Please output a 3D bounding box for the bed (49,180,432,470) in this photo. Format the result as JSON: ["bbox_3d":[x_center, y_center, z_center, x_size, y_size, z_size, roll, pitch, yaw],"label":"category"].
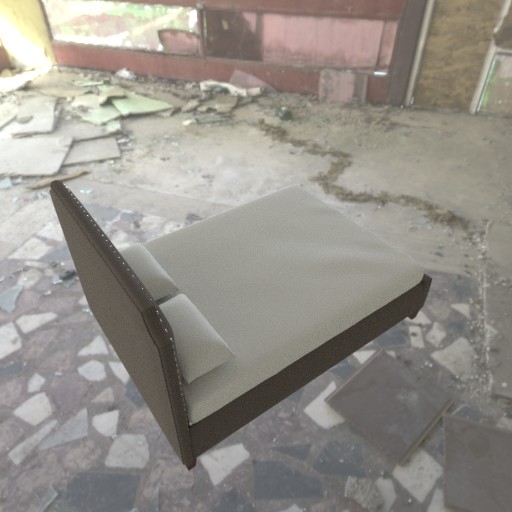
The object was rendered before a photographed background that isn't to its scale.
[{"bbox_3d":[0.000,0.000,3.437,2.372,1.443,1.713,-25,46,-27],"label":"bed"}]
